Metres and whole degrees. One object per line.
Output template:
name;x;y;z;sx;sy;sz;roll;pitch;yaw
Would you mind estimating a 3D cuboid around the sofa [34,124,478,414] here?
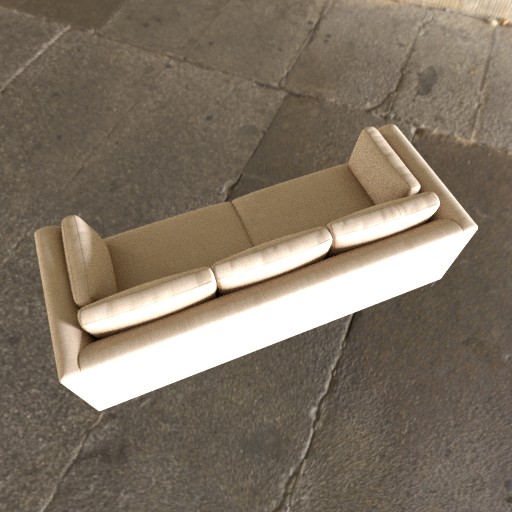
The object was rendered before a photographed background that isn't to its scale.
sofa;0.000;0.000;2.844;2.415;0.867;0.969;-19;60;-11
